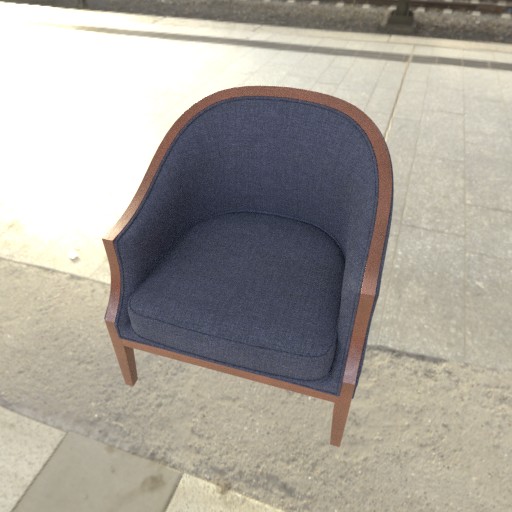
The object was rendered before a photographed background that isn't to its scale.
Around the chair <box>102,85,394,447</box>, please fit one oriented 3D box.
[{"bbox_3d":[0.000,0.000,1.471,0.803,0.876,0.735,11,41,13],"label":"chair"}]
